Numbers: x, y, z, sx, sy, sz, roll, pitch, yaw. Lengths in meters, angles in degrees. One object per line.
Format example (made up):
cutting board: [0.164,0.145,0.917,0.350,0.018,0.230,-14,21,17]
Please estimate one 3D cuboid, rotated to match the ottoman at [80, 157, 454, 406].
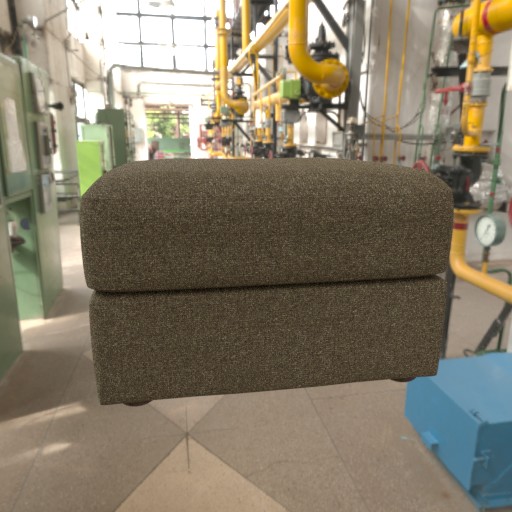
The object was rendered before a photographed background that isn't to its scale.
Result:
ottoman: [0.000,0.000,1.120,0.742,0.476,0.598,-2,15,-9]
